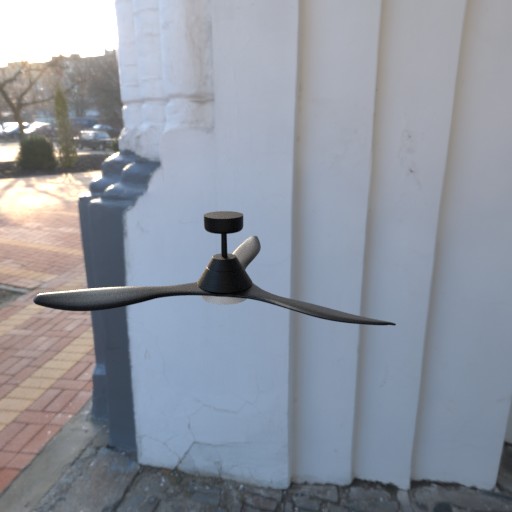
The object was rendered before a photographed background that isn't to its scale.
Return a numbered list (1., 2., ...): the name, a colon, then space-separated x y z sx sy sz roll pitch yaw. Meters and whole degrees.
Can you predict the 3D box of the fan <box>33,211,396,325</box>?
1. fan: 0.000 0.000 1.603 1.067 0.305 1.067 8 18 26
